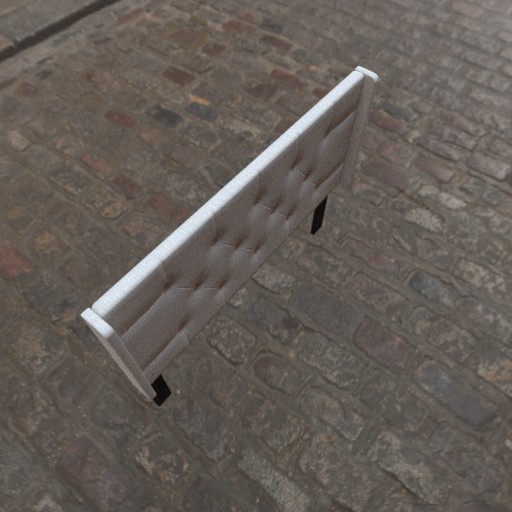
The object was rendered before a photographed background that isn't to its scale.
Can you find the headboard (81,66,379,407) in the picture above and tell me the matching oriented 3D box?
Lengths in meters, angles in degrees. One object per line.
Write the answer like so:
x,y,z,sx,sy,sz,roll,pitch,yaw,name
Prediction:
0.000,0.000,2.772,0.184,1.524,2.051,34,63,20,headboard
